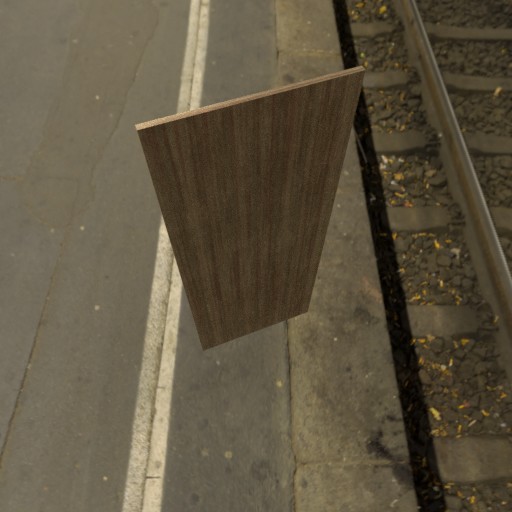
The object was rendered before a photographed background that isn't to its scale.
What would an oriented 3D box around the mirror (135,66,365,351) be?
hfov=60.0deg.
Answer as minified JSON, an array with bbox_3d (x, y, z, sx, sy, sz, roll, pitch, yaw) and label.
[{"bbox_3d":[0.000,0.000,2.340,0.812,2.032,0.025,-19,60,-11],"label":"mirror"}]
